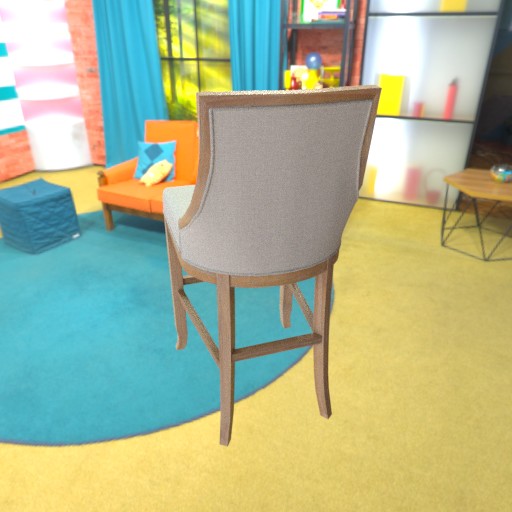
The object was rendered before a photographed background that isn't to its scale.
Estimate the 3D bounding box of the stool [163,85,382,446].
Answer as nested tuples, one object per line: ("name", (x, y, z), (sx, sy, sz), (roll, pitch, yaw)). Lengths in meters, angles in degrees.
("stool", (0.000, 0.000, 1.465), (0.524, 1.101, 0.626), (-9, 29, -16))
